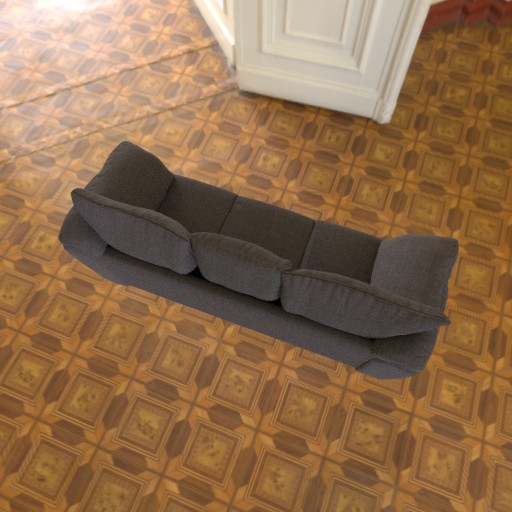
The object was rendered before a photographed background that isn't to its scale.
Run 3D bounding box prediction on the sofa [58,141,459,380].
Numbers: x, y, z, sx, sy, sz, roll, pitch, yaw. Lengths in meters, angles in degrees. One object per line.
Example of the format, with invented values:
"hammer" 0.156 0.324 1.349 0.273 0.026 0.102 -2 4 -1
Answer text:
"sofa" 0.000 0.000 2.885 2.336 1.080 0.883 19 65 9
